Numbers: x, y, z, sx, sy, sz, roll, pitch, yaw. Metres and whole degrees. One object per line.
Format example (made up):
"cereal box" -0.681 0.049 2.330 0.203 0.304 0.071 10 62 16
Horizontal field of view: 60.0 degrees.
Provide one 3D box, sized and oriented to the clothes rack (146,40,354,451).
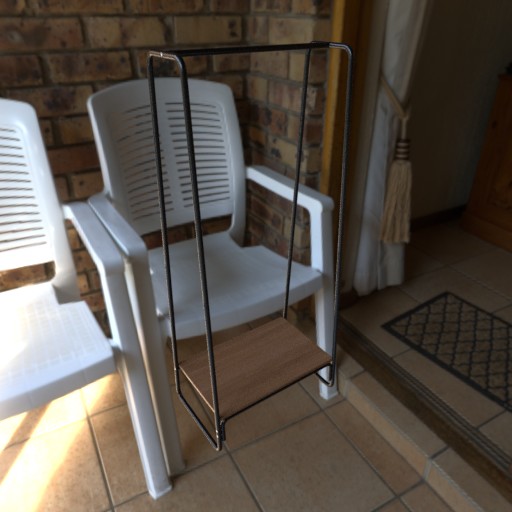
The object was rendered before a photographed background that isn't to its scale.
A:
"clothes rack" 0.000 0.000 1.746 0.640 1.500 0.400 -19 34 -30
